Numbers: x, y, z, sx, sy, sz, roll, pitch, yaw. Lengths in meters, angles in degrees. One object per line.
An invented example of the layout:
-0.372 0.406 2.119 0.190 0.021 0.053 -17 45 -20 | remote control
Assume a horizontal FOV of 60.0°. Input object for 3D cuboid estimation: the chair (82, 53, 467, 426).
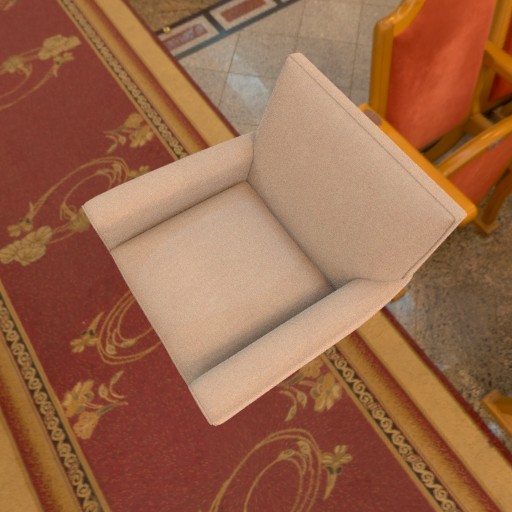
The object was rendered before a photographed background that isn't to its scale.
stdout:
0.000 0.000 1.593 0.871 0.846 0.840 -31 68 -14 | chair
